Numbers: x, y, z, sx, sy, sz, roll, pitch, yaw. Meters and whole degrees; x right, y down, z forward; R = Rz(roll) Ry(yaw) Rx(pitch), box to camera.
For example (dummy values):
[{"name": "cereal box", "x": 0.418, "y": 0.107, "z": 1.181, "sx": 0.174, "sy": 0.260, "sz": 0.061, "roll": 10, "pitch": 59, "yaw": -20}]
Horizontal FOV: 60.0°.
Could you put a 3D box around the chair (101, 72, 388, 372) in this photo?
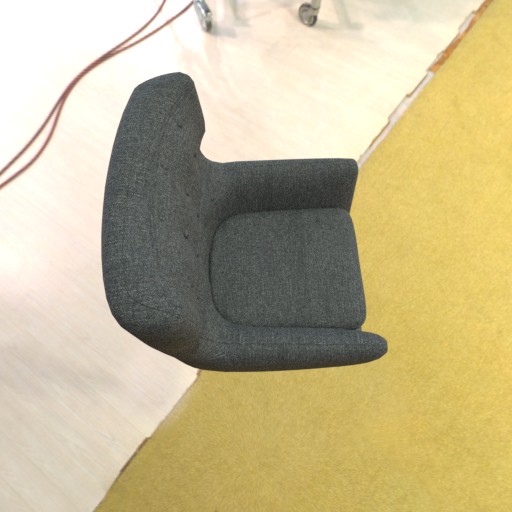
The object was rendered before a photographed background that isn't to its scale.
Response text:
[{"name": "chair", "x": 0.000, "y": 0.000, "z": 1.732, "sx": 0.904, "sy": 1.063, "sz": 0.878, "roll": -2, "pitch": 65, "yaw": -1}]
